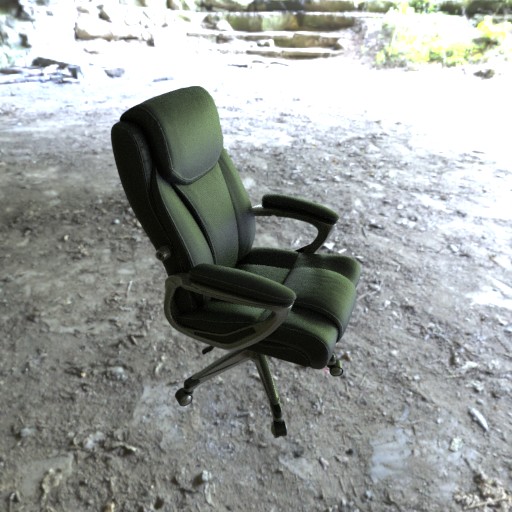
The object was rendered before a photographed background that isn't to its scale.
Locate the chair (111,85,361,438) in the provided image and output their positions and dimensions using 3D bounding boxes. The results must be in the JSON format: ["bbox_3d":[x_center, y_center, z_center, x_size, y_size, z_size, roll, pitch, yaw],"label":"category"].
[{"bbox_3d":[0.000,0.000,1.709,0.784,1.167,0.741,12,33,19],"label":"chair"}]
